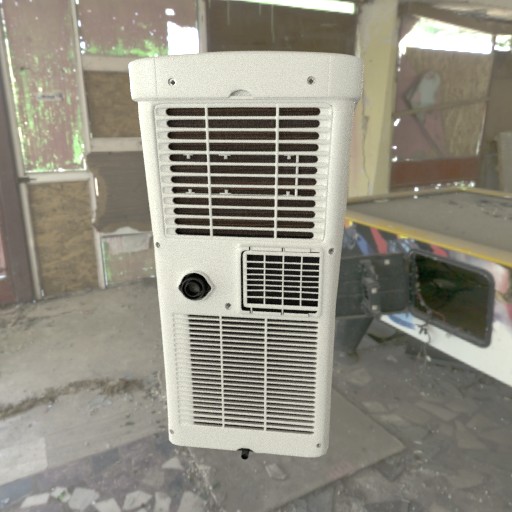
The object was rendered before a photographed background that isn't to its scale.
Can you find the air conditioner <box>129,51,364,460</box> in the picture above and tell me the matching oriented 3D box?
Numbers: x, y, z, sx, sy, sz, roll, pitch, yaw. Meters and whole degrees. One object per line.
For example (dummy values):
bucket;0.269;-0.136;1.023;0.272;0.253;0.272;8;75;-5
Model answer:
air conditioner;0.000;0.000;0.898;0.352;0.716;0.369;2;17;7
